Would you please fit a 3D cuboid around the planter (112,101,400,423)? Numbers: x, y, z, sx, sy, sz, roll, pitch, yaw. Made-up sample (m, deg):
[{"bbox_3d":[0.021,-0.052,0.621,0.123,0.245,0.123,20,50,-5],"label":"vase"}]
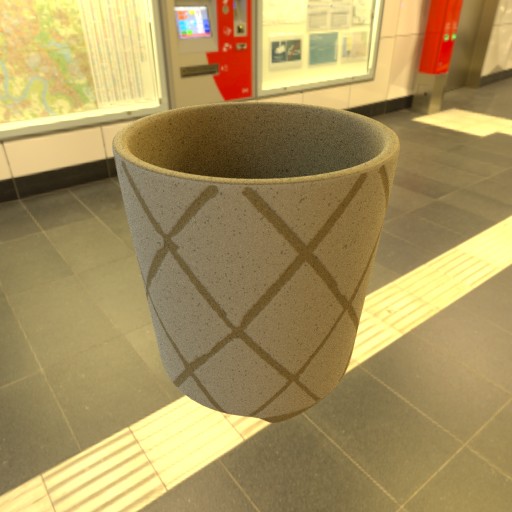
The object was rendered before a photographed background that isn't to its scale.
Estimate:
[{"bbox_3d":[0.000,0.000,0.354,0.191,0.199,0.191,0,31,0],"label":"planter"}]
